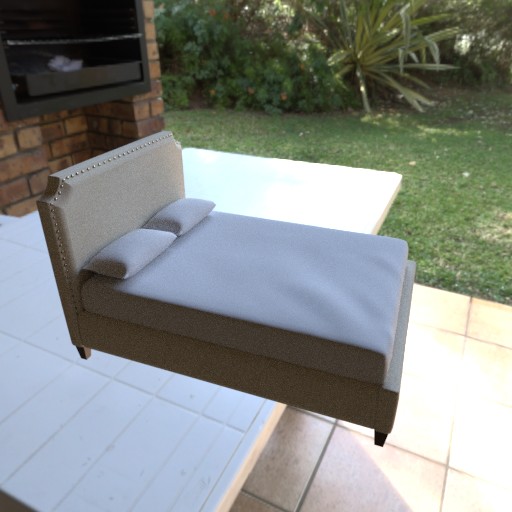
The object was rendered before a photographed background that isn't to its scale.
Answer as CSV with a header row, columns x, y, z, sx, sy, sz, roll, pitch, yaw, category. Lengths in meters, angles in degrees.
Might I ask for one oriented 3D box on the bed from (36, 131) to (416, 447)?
x,y,z,sx,sy,sz,roll,pitch,yaw,category
0.000,0.000,3.451,2.381,1.457,1.713,10,30,18,bed
